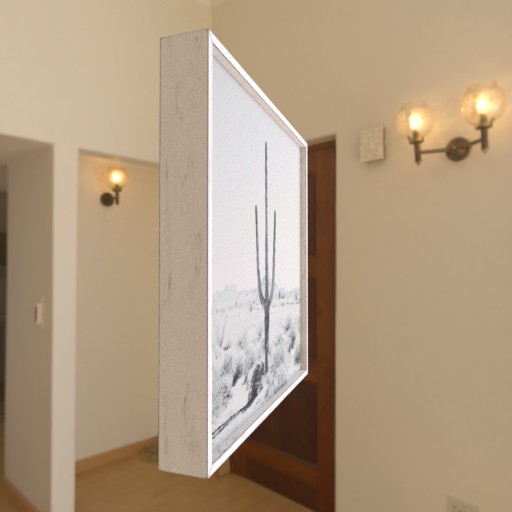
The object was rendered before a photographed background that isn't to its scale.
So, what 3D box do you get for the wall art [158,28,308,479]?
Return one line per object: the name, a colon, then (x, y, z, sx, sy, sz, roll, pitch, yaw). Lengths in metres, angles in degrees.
wall art: (0.000, 0.000, 0.449, 0.038, 0.305, 0.305, 0, -1, 19)
